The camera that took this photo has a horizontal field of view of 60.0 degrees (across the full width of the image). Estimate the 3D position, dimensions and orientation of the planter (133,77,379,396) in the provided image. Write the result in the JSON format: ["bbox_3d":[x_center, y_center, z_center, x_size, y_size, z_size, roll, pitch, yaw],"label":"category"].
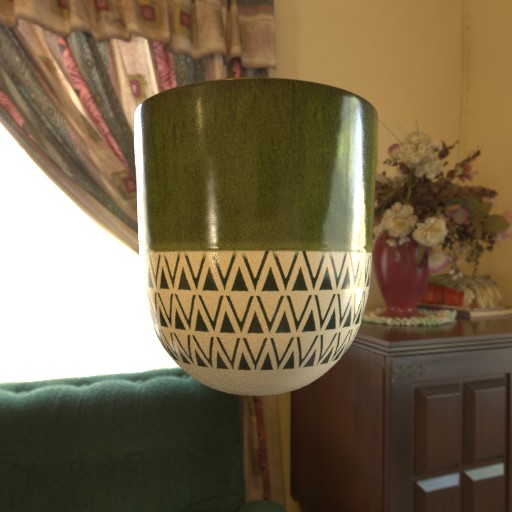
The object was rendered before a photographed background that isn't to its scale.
[{"bbox_3d":[0.000,0.000,0.458,0.245,0.270,0.245,0,-1,0],"label":"planter"}]
